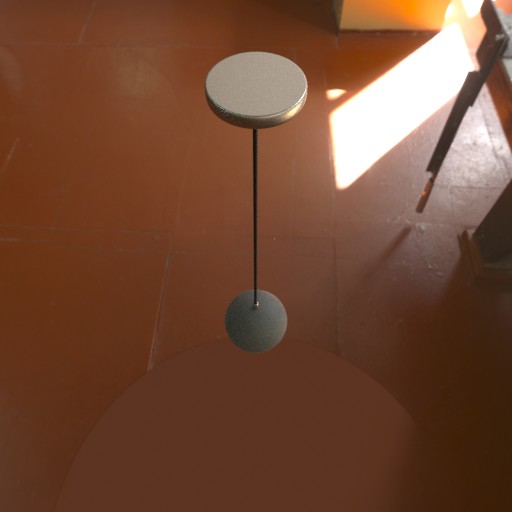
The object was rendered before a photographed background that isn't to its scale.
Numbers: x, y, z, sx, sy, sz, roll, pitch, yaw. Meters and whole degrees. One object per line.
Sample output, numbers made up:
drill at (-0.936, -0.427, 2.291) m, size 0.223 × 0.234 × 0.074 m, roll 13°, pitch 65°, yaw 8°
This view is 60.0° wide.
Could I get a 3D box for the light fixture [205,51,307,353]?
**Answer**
light fixture at (0.000, 0.000, 0.834) m, size 0.153 × 0.760 × 0.153 m, roll 32°, pitch 64°, yaw 18°
